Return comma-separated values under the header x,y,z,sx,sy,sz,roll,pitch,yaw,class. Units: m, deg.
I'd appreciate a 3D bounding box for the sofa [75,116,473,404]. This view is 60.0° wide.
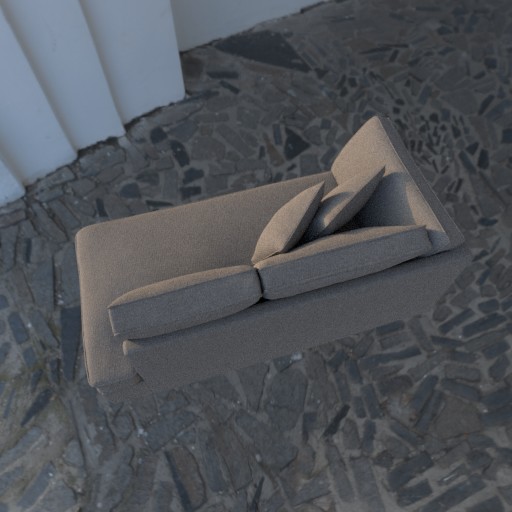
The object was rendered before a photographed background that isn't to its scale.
x,y,z,sx,sy,sz,roll,pitch,yaw,class
0.000,0.000,2.833,2.237,1.033,1.110,-15,60,-9,sofa
